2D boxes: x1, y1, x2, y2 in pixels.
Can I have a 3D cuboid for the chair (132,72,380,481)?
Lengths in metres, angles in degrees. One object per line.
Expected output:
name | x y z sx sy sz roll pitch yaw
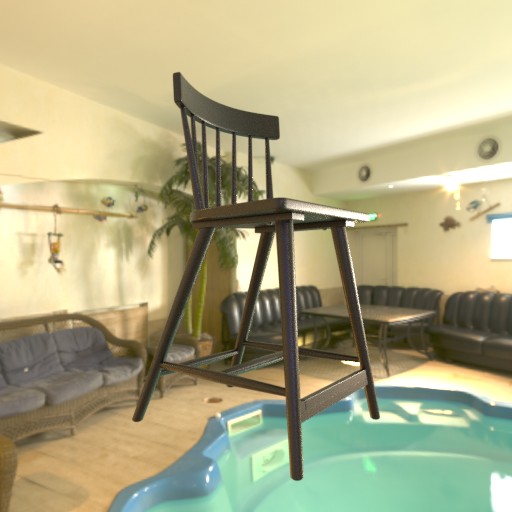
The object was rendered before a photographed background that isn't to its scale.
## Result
chair | 0.000 0.000 1.282 0.572 0.952 0.483 0 0 37
